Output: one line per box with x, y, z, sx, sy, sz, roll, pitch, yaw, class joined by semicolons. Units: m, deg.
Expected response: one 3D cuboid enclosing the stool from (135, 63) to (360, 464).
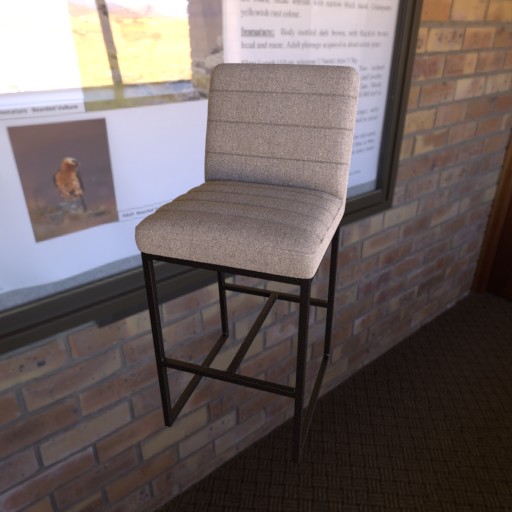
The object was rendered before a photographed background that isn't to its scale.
0.000;0.000;1.332;0.459;1.034;0.571;9;28;17;stool
